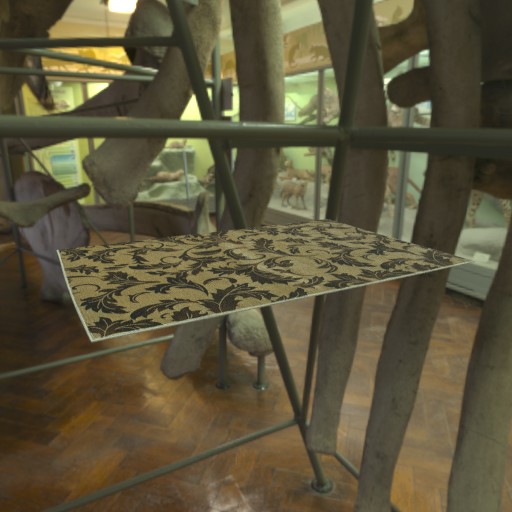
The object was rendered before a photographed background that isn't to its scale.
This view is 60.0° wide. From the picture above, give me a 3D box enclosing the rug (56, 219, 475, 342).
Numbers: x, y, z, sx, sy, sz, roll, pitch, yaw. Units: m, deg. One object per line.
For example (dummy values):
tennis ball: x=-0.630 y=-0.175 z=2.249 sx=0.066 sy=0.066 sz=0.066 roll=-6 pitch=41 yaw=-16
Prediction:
rug: x=0.000 y=0.000 z=2.870 sx=2.284 sy=0.008 sz=1.522 roll=-8 pitch=18 yaw=-27
